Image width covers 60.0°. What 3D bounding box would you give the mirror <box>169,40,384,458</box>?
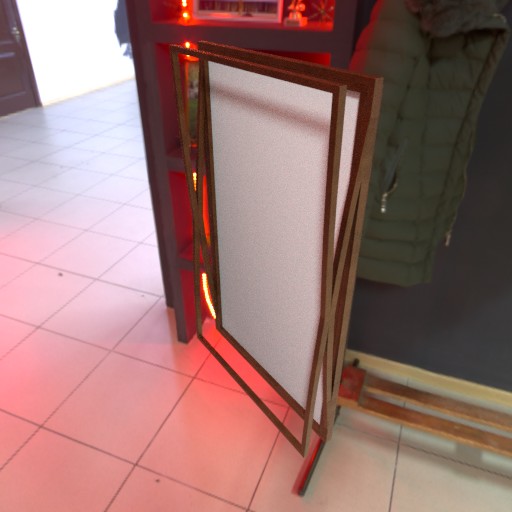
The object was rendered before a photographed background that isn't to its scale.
[{"bbox_3d":[0.000,0.000,0.929,0.082,0.768,0.468,-21,38,-30],"label":"mirror"}]
